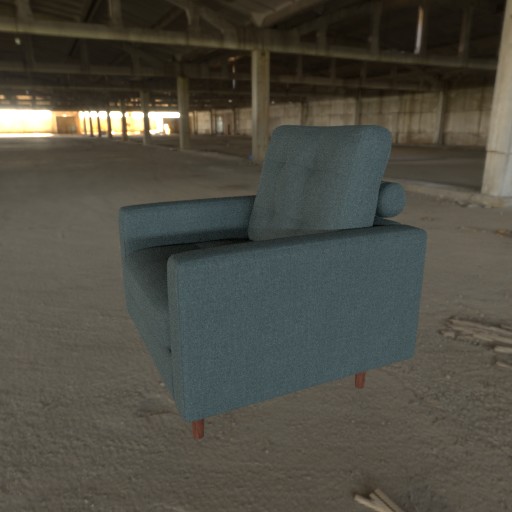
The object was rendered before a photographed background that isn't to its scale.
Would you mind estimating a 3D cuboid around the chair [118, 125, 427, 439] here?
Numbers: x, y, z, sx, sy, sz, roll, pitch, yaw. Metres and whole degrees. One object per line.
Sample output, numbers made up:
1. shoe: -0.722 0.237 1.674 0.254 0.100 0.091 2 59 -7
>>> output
1. chair: 0.000 0.000 1.554 0.843 0.880 0.821 -8 18 -25
